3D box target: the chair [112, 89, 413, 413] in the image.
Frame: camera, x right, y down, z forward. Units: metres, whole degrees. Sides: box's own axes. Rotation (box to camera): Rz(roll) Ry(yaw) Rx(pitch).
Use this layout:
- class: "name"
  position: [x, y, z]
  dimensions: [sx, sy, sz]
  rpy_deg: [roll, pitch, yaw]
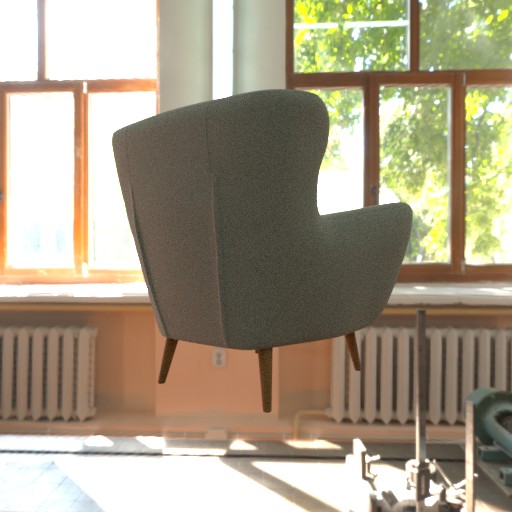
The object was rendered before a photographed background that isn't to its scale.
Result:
- class: "chair"
  position: [0.000, 0.000, 1.607]
  dimensions: [0.890, 0.889, 0.889]
  rpy_deg: [0, 0, 38]
